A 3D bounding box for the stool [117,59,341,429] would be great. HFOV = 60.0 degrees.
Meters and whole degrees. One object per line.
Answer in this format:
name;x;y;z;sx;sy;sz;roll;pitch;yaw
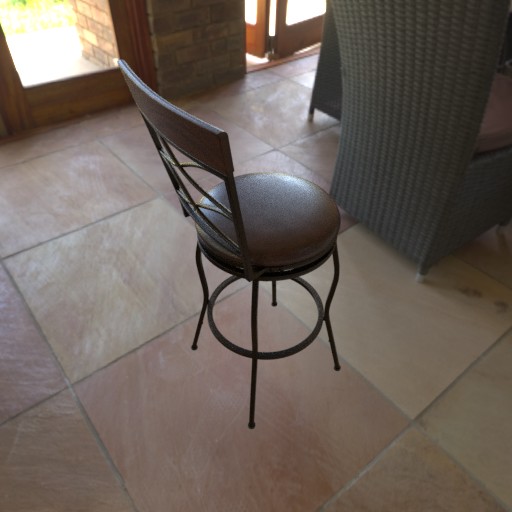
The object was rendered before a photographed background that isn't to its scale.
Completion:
stool;0.000;0.000;1.364;0.513;1.130;0.448;-25;48;-25
